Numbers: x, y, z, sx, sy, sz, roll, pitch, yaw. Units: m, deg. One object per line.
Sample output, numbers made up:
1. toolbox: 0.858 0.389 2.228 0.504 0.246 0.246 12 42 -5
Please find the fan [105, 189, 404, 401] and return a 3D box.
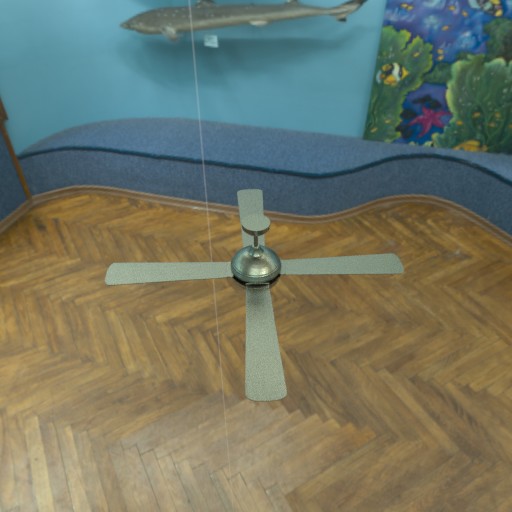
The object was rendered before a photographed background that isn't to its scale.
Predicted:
1. fan: 0.000 0.000 2.024 1.321 0.381 1.321 12 42 13
